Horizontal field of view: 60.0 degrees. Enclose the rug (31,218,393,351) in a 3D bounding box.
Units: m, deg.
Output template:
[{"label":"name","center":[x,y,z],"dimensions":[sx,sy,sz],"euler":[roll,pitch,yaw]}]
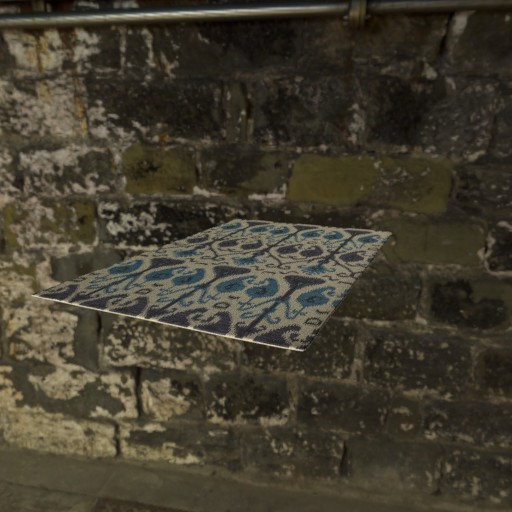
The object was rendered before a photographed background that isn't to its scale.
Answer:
[{"label":"rug","center":[0.000,0.000,2.176],"dimensions":[1.072,0.013,1.698],"euler":[7,17,24]}]
